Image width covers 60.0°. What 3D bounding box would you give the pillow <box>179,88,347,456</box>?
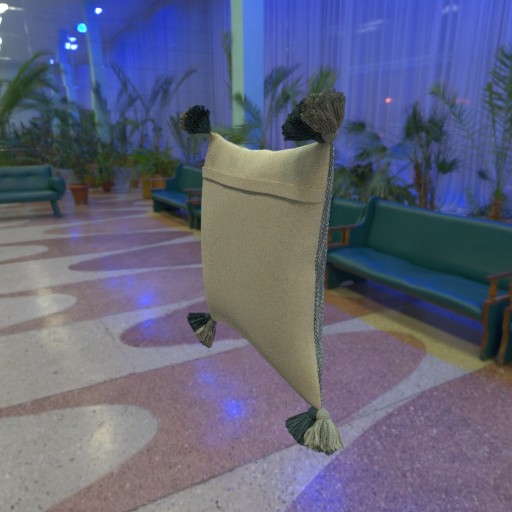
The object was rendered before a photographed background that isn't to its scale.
[{"bbox_3d":[0.000,0.000,0.928,0.138,0.634,0.614,-9,19,-27],"label":"pillow"}]
